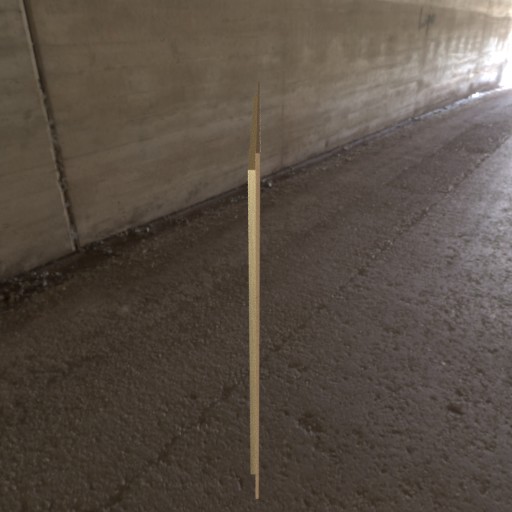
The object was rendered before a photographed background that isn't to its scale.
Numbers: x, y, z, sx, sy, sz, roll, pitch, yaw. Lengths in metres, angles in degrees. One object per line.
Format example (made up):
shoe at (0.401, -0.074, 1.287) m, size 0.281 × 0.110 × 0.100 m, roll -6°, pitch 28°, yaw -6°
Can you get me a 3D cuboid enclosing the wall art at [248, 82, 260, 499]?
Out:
wall art at (0.000, 0.000, 1.627) m, size 0.025 × 1.067 × 1.168 m, roll 0°, pitch 28°, yaw 0°
